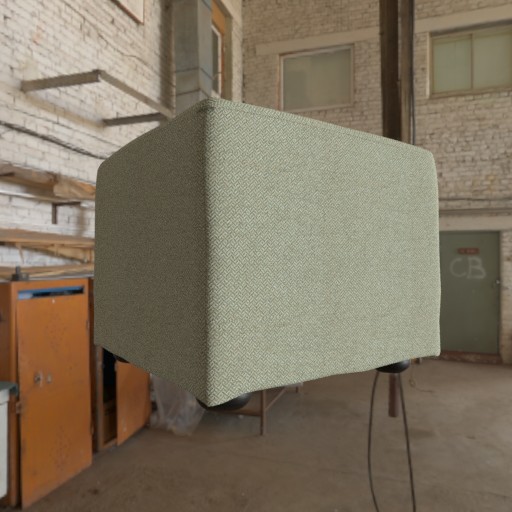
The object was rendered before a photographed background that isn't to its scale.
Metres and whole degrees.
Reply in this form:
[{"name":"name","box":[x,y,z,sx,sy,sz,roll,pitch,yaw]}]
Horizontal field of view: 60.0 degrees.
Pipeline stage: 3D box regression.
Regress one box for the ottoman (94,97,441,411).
[{"name":"ottoman","box":[0.000,0.000,0.901,0.521,0.453,0.512,1,-1,-35]}]
